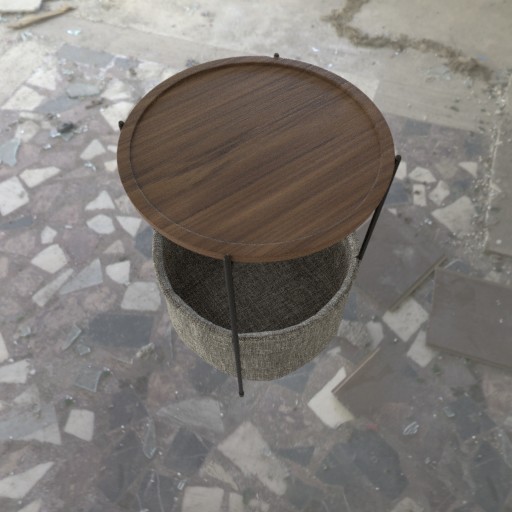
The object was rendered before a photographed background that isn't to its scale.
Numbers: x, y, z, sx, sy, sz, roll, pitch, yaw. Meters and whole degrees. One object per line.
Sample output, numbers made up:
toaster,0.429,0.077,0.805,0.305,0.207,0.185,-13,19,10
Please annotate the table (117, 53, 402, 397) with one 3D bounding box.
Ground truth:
table,0.000,0.000,0.886,0.400,0.623,0.400,-31,63,-18
